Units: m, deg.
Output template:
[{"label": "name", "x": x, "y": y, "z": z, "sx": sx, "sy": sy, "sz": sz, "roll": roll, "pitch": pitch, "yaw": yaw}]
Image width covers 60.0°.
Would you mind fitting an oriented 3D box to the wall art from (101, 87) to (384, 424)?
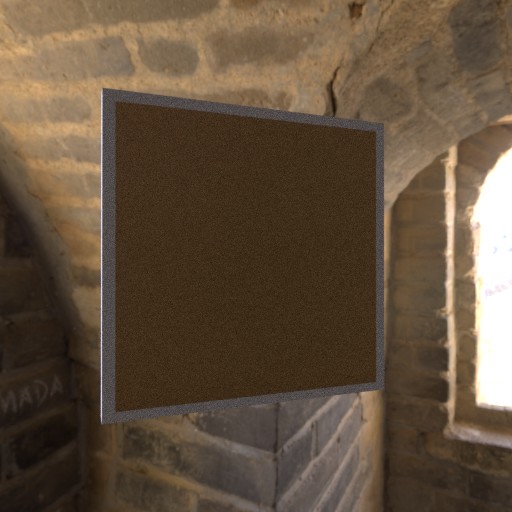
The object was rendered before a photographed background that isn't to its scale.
[{"label": "wall art", "x": 0.000, "y": 0.000, "z": 0.772, "sx": 0.508, "sy": 0.507, "sz": 0.035, "roll": 0, "pitch": 0, "yaw": -20}]
